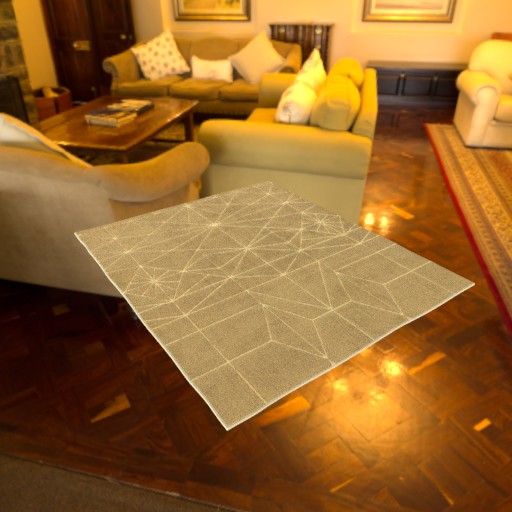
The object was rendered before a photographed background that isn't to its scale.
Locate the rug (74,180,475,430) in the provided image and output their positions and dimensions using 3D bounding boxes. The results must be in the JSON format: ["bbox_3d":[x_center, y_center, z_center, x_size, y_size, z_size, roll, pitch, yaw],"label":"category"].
[{"bbox_3d":[0.000,0.000,0.909,0.548,0.006,0.639,-20,37,-30],"label":"rug"}]
